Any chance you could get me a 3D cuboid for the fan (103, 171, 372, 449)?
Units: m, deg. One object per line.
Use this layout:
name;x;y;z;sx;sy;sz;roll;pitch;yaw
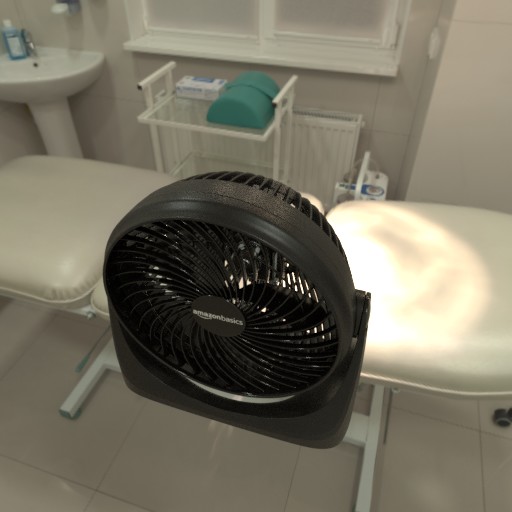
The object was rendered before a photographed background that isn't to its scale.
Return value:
fan;0.000;0.000;0.491;0.273;0.277;0.256;12;42;13
